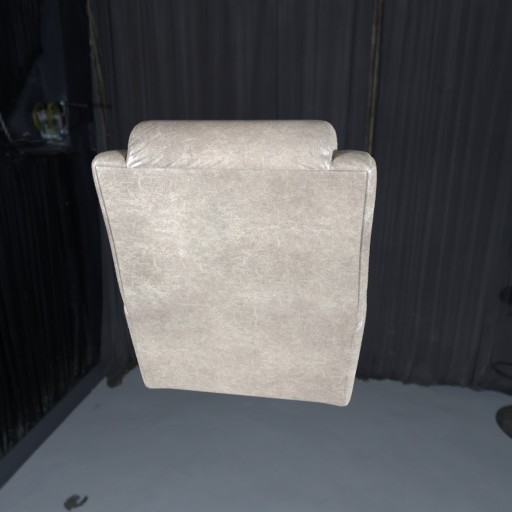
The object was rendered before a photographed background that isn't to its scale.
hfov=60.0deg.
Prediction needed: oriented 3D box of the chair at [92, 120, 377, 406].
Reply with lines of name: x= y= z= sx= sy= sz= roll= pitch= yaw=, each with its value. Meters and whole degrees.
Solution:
chair: x=0.000 y=0.000 z=1.917 sx=0.967 sy=1.116 sz=1.068 roll=3 pitch=17 yaw=9
